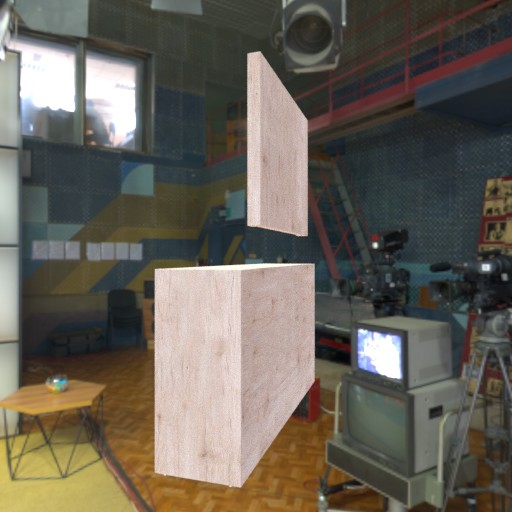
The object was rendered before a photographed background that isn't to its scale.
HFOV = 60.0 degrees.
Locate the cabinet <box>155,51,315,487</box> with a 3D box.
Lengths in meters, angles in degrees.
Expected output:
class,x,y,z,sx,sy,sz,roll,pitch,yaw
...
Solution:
class,x,y,z,sx,sy,sz,roll,pitch,yaw
cabinet,0.000,0.000,2.757,0.420,1.981,1.700,0,0,18
